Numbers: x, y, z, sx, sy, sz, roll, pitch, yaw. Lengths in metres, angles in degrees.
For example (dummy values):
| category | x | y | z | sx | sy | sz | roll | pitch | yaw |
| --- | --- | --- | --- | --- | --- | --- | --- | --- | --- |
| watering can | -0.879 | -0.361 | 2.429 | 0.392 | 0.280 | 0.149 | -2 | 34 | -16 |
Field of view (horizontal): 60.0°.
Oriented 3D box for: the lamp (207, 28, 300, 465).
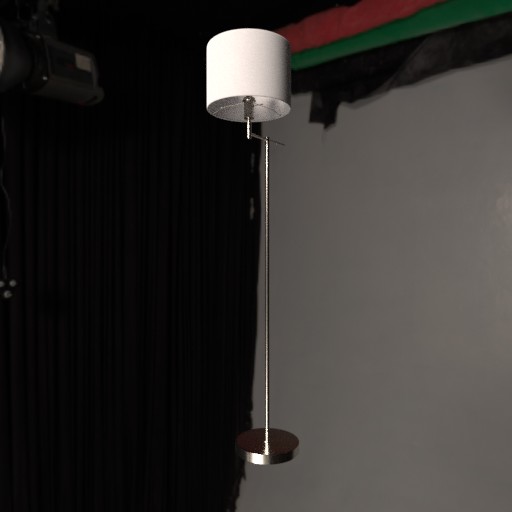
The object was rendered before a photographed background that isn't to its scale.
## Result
| category | x | y | z | sx | sy | sz | roll | pitch | yaw |
| --- | --- | --- | --- | --- | --- | --- | --- | --- | --- |
| lamp | 0.000 | 0.000 | 1.761 | 0.324 | 1.600 | 0.416 | 1 | 1 | 36 |
